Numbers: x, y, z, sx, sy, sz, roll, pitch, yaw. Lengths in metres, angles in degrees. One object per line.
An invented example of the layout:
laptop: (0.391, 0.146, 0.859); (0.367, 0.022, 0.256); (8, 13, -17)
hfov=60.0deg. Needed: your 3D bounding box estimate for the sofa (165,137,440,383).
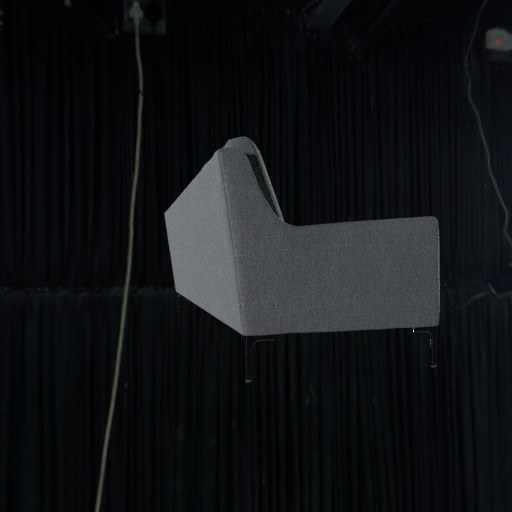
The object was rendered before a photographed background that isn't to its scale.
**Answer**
sofa: (0.000, 0.000, 2.497); (0.849, 0.837, 2.060); (0, 0, -16)
